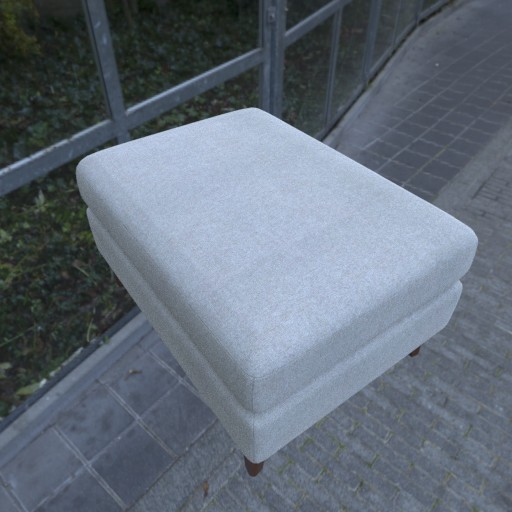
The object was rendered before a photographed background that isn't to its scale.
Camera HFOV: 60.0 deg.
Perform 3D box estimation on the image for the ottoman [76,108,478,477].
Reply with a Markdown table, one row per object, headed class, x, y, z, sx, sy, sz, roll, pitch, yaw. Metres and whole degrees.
| class | x | y | z | sx | sy | sz | roll | pitch | yaw |
| --- | --- | --- | --- | --- | --- | --- | --- | --- | --- |
| ottoman | 0.000 | 0.000 | 1.161 | 0.610 | 0.478 | 0.823 | -26 | 47 | -26 |
